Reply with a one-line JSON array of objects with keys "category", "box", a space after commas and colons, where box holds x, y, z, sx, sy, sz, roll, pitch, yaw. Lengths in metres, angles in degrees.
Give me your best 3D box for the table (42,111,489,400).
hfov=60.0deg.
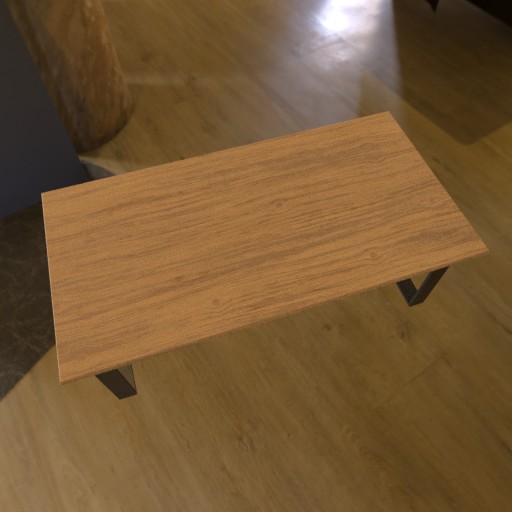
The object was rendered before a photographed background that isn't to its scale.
[{"category": "table", "box": [0.000, 0.000, 1.650, 1.331, 0.445, 0.693, -16, 60, -10]}]
